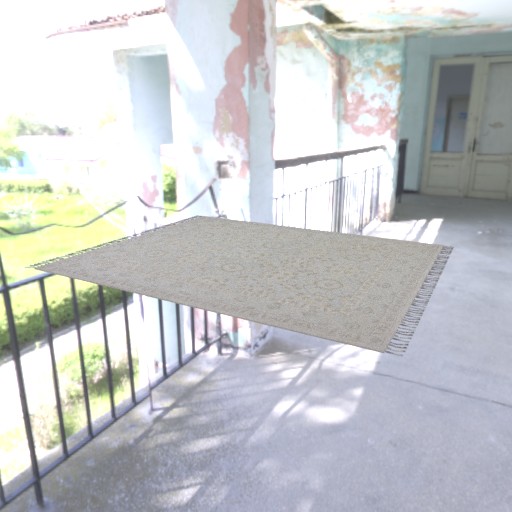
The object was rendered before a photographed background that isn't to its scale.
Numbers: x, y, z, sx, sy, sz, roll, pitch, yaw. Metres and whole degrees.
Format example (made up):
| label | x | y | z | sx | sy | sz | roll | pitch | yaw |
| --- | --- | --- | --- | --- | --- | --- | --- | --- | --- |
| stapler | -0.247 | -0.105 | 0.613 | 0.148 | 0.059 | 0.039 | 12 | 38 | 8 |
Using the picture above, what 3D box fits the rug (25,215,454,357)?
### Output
| label | x | y | z | sx | sy | sz | roll | pitch | yaw |
| --- | --- | --- | --- | --- | --- | --- | --- | --- | --- |
| rug | 0.000 | 0.000 | 3.970 | 3.043 | 0.013 | 2.444 | 9 | 19 | 28 |
